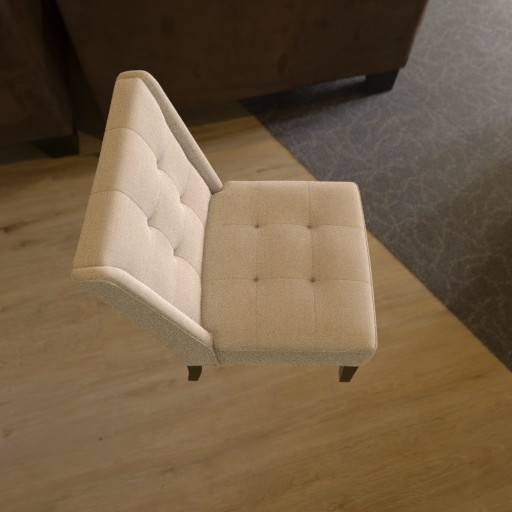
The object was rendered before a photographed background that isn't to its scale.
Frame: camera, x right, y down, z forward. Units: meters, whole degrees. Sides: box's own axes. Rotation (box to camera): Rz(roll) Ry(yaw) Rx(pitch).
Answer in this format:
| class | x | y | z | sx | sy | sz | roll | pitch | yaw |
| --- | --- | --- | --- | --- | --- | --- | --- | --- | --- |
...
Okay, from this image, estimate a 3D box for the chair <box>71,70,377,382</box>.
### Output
| class | x | y | z | sx | sy | sz | roll | pitch | yaw |
| --- | --- | --- | --- | --- | --- | --- | --- | --- | --- |
| chair | 0.000 | 0.000 | 1.291 | 0.676 | 0.853 | 0.569 | 1 | 62 | 0 |
